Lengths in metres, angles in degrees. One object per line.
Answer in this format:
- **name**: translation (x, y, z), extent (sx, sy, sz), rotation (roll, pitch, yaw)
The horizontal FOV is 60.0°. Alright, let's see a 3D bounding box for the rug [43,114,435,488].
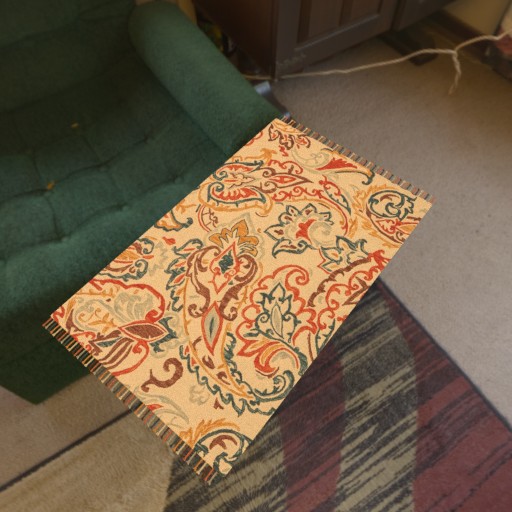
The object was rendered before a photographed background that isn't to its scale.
- **rug**: translation (0.000, 0.000, 3.171), extent (1.523, 0.010, 2.584), rotation (35, 65, 19)
